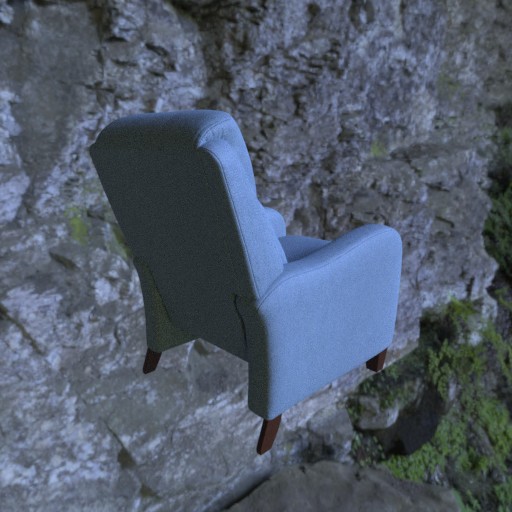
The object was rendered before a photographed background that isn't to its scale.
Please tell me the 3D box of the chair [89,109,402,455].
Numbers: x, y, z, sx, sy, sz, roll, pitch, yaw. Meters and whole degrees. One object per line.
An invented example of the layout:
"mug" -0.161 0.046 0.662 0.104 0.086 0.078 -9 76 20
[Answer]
"chair" 0.000 0.000 1.762 0.988 1.067 0.785 -14 21 -43
